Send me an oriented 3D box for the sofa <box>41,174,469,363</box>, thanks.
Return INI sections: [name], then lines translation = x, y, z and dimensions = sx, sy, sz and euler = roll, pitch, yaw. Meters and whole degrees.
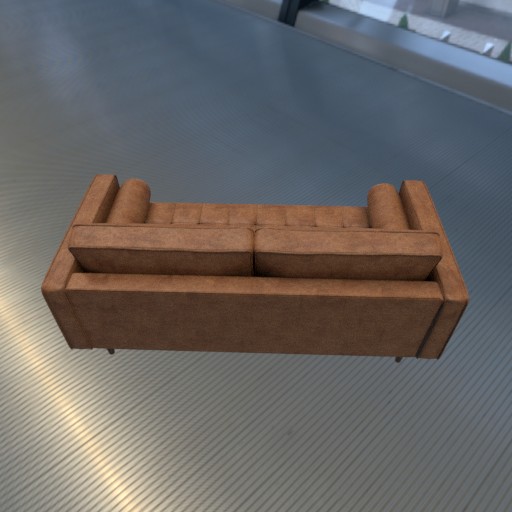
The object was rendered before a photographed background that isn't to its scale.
[sofa]
translation = 0.000, 0.000, 2.396
dimensions = 1.920, 0.825, 0.924
euler = 1, 45, 1
